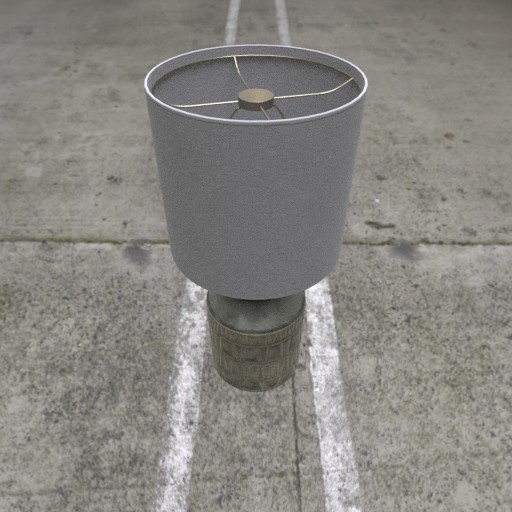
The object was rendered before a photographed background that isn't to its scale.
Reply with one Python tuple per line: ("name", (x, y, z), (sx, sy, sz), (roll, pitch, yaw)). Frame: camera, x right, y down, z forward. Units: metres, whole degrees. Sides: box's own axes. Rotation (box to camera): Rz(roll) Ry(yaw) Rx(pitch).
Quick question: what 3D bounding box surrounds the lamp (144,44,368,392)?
("lamp", (0.000, 0.000, 0.573), (0.211, 0.455, 0.211), (0, 40, 0))
